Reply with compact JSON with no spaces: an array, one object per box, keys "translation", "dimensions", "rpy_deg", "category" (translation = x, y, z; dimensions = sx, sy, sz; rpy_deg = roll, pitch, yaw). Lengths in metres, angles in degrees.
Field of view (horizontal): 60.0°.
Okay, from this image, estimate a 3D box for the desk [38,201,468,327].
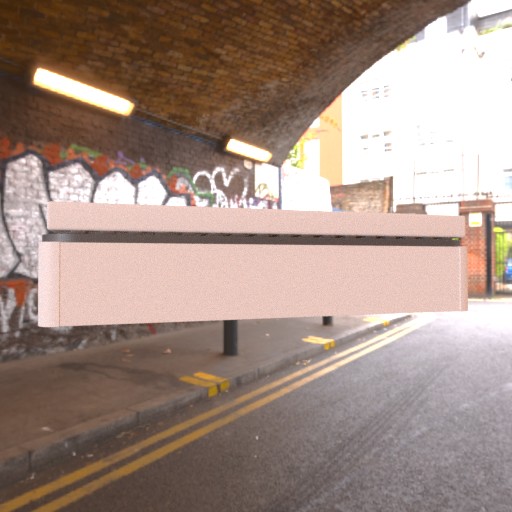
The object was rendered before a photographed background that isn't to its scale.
[{"translation":[0.000,0.000,2.271],"dimensions":[1.900,0.526,0.900],"rpy_deg":[0,-1,-16],"category":"desk"}]
